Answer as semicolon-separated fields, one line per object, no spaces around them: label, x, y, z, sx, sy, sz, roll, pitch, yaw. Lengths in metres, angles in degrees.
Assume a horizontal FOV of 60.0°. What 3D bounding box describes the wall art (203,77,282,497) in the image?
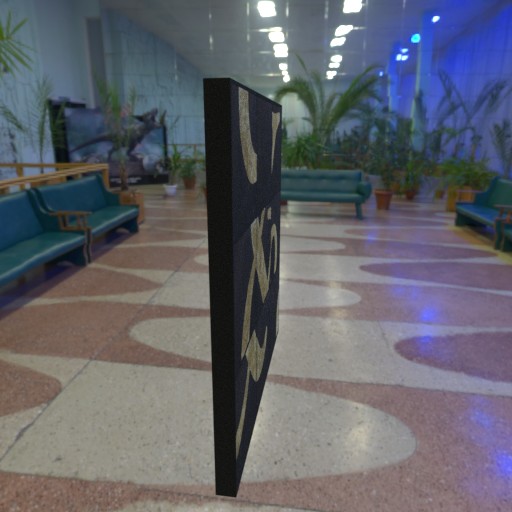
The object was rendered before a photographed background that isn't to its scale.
wall art;0.000;0.000;1.117;0.044;0.758;0.758;2;16;9
